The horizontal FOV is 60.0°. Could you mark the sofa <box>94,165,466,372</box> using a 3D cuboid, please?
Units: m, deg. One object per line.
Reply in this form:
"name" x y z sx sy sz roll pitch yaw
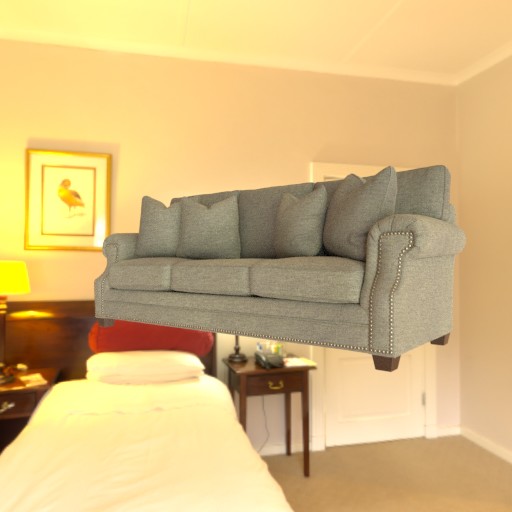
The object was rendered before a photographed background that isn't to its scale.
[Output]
"sofa" 0.000 0.000 2.806 2.312 0.975 0.965 -1 -1 38
